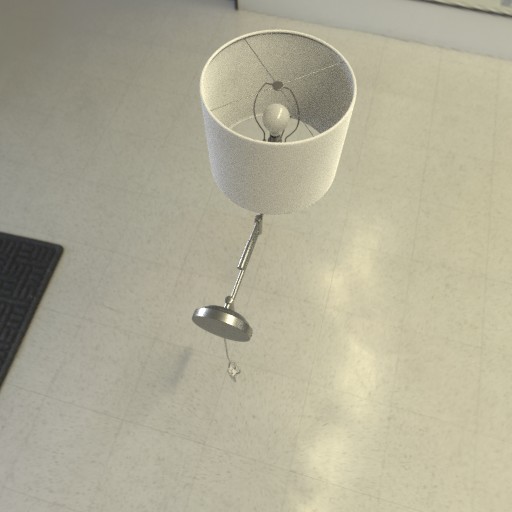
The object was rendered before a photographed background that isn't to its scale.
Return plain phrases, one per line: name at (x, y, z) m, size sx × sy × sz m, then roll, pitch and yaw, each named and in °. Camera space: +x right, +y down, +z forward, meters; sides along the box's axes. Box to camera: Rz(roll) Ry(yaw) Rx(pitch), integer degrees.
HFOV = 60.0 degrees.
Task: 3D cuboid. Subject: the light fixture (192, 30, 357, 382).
light fixture at (0.000, 0.000, 1.045) m, size 0.253 × 0.842 × 0.479 m, roll 17°, pitch 65°, yaw 8°
